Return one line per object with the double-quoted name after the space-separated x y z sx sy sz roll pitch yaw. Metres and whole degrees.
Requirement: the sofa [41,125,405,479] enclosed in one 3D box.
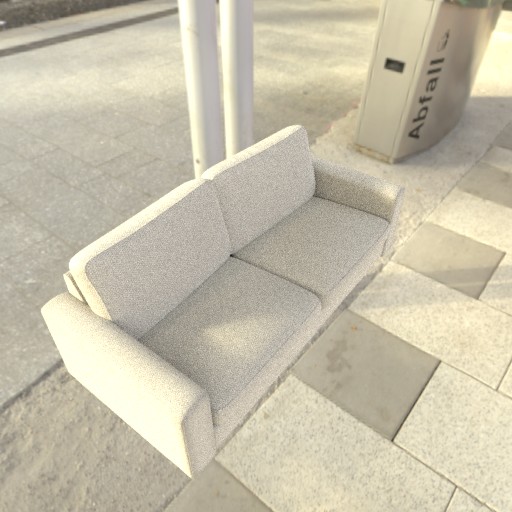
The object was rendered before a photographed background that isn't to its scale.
0.000 0.000 2.676 1.016 0.873 2.179 26 47 28 "sofa"
